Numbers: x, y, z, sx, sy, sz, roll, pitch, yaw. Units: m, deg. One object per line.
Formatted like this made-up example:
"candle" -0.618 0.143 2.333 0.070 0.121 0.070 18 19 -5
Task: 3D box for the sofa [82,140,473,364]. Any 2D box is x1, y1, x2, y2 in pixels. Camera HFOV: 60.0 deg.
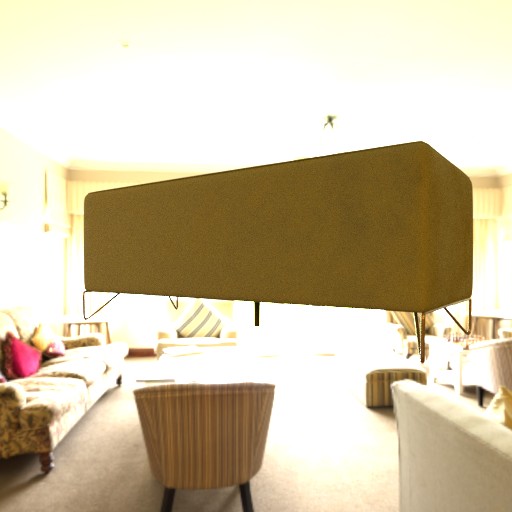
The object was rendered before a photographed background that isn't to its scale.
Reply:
"sofa" 0.000 0.000 2.475 2.087 0.789 0.867 -1 -1 36
